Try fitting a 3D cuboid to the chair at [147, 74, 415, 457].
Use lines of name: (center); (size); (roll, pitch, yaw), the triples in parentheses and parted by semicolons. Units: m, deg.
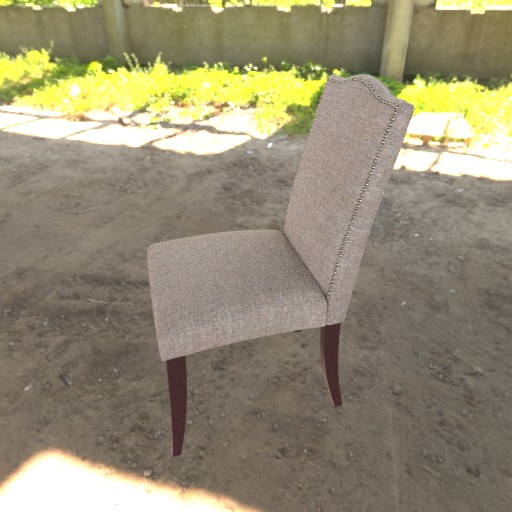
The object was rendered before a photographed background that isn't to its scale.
chair: (0.000, 0.000, 1.362); (0.660, 1.016, 0.513); (-8, 32, -13)
